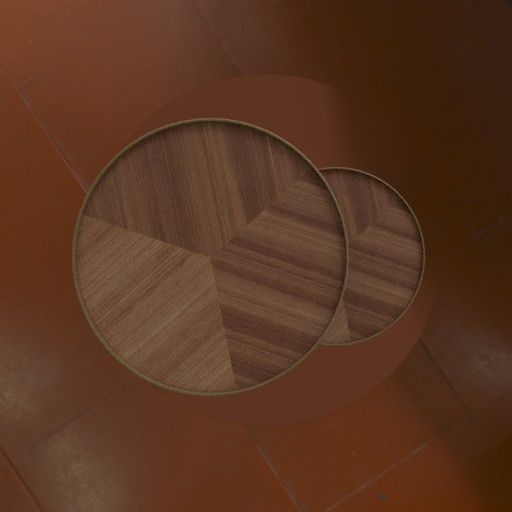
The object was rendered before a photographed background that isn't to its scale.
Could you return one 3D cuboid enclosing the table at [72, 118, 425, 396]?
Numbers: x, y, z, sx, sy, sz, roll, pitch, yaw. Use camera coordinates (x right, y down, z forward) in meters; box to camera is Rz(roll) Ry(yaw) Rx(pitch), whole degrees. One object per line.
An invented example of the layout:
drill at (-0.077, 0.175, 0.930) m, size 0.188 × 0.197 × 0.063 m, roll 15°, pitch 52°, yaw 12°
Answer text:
table at (0.000, 0.000, 1.123) m, size 0.751 × 0.555 × 0.532 m, roll 0°, pitch 91°, yaw 1°
